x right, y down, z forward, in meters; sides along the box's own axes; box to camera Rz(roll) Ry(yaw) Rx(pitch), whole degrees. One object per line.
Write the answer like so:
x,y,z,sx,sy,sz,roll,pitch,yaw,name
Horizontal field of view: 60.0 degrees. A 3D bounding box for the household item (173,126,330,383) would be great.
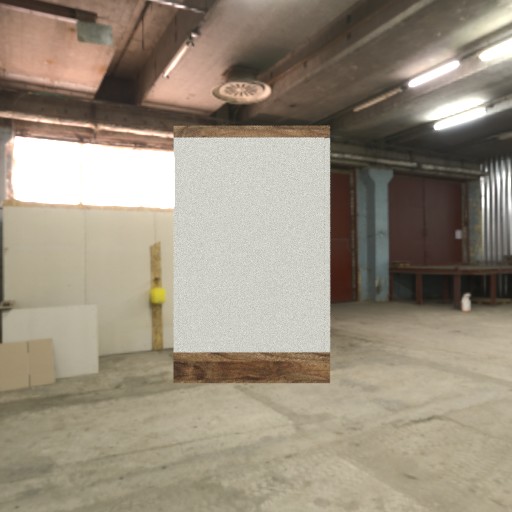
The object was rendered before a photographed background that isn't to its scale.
0.000,0.000,1.958,0.390,0.615,1.800,0,0,0,household item
